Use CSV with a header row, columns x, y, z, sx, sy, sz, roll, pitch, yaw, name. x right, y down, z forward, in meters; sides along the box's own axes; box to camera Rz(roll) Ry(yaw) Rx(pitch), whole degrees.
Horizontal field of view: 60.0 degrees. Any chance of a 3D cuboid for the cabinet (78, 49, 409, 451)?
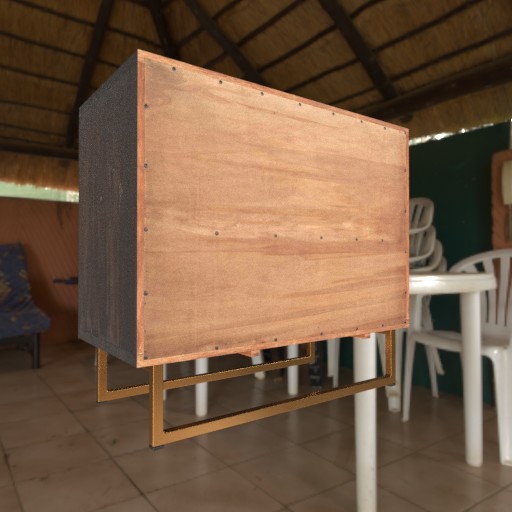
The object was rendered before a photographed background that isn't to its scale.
x,y,z,sx,sy,sz,roll,pitch,yaw,name
0.000,0.000,1.389,0.950,0.860,0.451,0,-1,-37,cabinet
